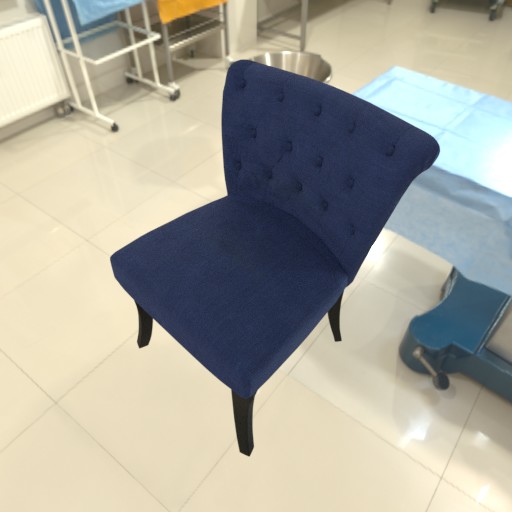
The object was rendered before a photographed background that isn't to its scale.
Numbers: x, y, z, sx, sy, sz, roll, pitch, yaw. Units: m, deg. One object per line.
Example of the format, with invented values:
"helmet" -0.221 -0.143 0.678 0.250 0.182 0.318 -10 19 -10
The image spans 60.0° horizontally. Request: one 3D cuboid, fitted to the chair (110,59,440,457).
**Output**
"chair" 0.000 0.000 1.185 0.585 0.753 0.606 35 56 29
